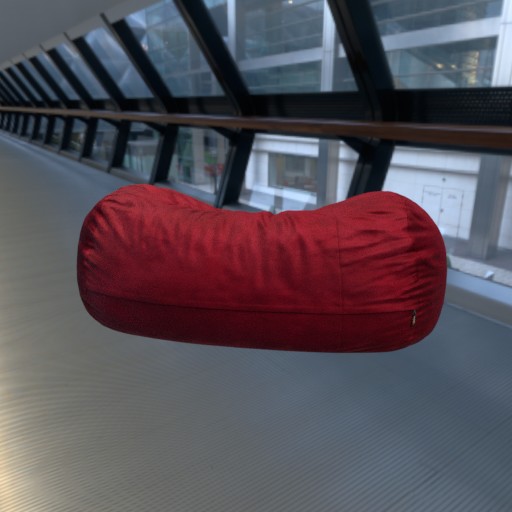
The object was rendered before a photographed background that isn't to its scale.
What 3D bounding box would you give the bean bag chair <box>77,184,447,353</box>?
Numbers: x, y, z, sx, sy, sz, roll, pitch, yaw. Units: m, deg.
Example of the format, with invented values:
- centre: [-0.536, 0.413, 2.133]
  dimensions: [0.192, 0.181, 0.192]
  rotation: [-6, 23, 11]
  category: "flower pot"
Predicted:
- centre: [0.000, 0.000, 2.826]
  dimensions: [2.293, 0.867, 1.216]
  rotation: [3, 18, 9]
  category: "bean bag chair"
